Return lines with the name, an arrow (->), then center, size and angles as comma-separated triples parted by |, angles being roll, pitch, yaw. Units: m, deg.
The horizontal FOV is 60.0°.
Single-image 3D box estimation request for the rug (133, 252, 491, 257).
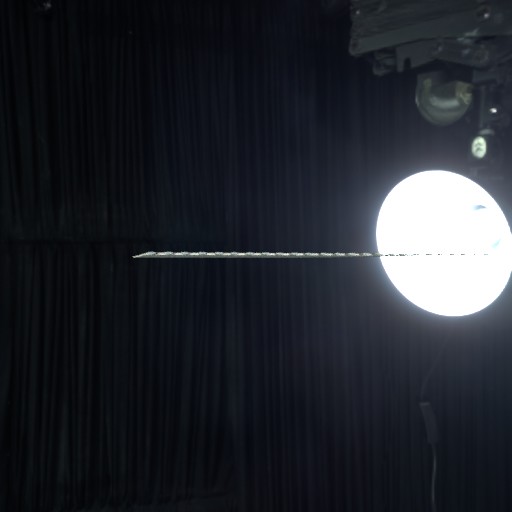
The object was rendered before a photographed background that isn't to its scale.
rug -> 0.000, 0.000, 2.964 | 1.539, 0.011, 2.410 | 0, 0, -17
